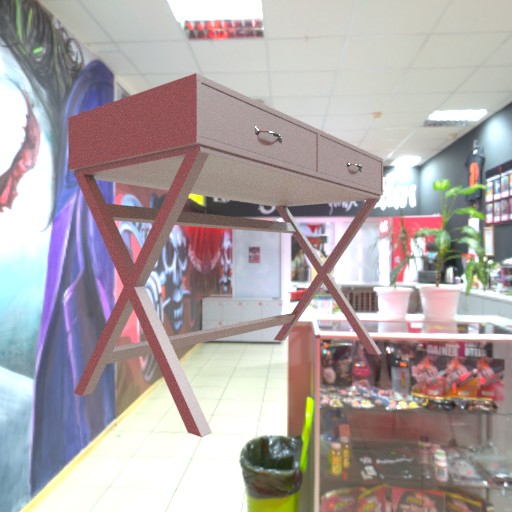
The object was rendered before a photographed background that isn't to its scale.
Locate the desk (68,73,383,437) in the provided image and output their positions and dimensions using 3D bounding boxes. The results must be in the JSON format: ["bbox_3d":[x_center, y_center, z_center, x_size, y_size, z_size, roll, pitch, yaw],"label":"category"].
[{"bbox_3d":[0.000,0.000,1.509,0.525,0.780,1.057,0,0,37],"label":"desk"}]
